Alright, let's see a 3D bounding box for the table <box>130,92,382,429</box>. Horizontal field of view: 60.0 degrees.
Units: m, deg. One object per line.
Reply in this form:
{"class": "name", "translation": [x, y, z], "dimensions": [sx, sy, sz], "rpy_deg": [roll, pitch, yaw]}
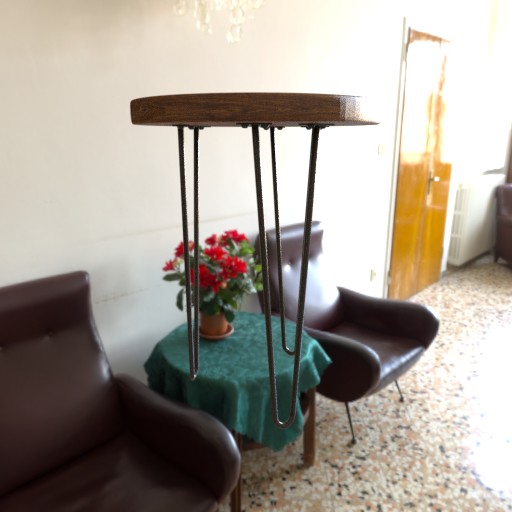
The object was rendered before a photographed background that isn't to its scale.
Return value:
{"class": "table", "translation": [0.000, 0.000, 0.796], "dimensions": [0.400, 0.520, 0.400], "rpy_deg": [0, 15, 0]}
